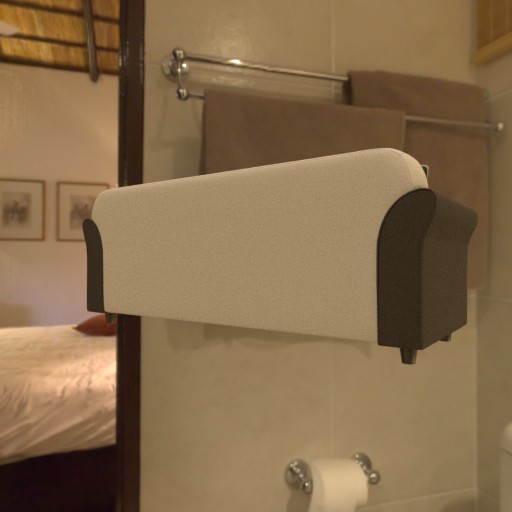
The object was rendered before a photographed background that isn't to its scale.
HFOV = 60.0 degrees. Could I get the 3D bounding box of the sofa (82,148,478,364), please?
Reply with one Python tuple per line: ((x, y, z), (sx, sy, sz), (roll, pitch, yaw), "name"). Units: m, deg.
((0.000, 0.000, 2.338), (2.001, 0.787, 0.755), (0, -1, 36), "sofa")
